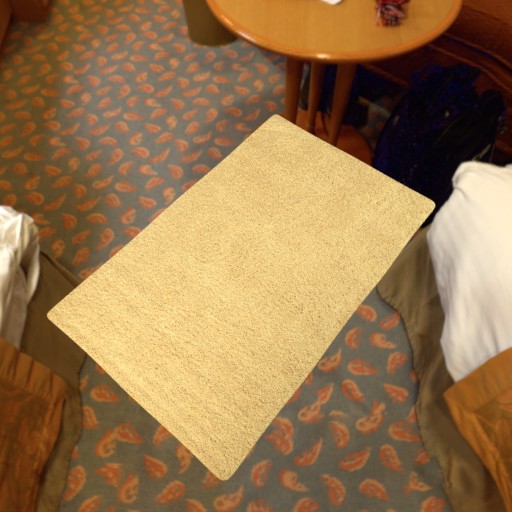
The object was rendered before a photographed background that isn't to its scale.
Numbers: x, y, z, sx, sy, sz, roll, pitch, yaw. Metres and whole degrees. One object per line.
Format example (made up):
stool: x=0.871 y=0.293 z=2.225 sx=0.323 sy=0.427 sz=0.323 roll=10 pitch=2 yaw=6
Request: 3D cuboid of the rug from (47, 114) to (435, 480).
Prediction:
rug: x=0.000 y=0.000 z=3.008 sx=1.500 sy=0.025 sz=2.349 roll=35 pitch=65 yaw=19
